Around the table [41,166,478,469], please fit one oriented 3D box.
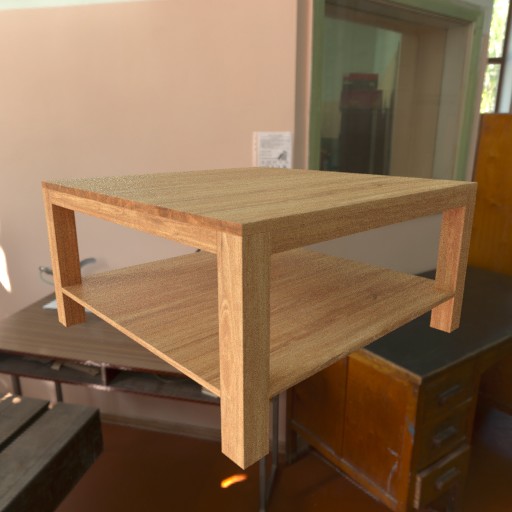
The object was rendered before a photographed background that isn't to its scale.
[{"bbox_3d":[0.000,0.000,1.351,0.900,0.450,0.900,-14,21,-41],"label":"table"}]
